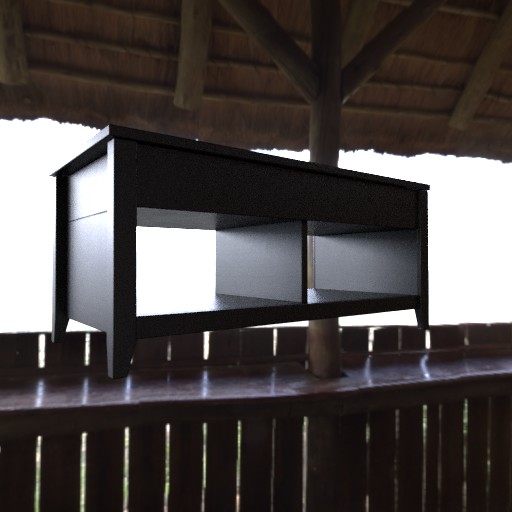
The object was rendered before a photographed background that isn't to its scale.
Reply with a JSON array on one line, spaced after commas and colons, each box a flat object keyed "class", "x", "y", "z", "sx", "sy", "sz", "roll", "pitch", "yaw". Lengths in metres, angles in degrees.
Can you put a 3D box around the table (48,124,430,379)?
[{"class": "table", "x": 0.000, "y": 0.000, "z": 1.284, "sx": 1.016, "sy": 0.457, "sz": 0.483, "roll": 1, "pitch": -1, "yaw": -37}]
